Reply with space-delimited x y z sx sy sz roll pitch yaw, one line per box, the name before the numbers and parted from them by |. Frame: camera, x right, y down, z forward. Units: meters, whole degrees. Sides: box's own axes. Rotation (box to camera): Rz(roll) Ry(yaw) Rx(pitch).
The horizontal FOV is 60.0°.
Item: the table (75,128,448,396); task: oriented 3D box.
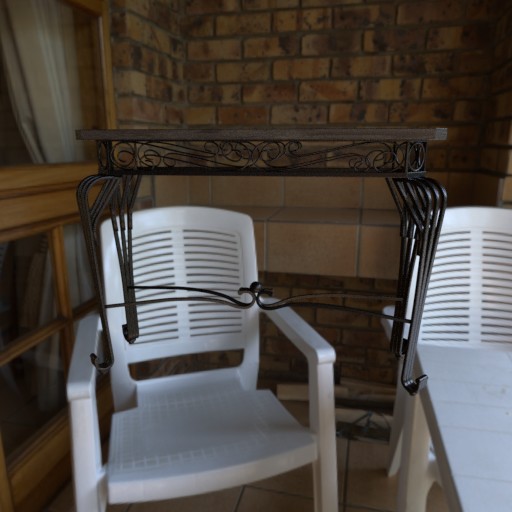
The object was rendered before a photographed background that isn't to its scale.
table | 0.000 0.000 1.466 1.112 0.800 0.329 2 14 7
